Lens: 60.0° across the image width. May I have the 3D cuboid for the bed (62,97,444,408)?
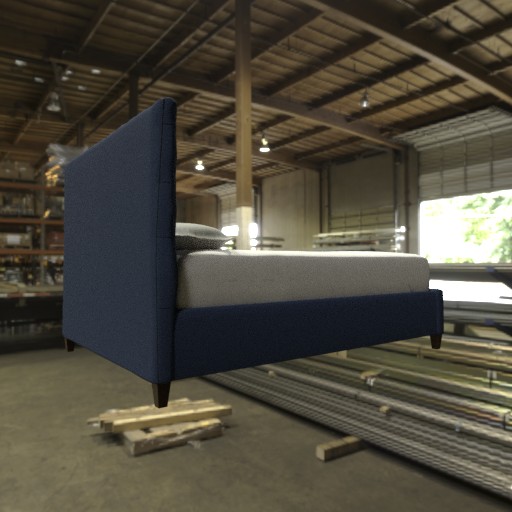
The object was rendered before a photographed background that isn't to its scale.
[{"bbox_3d":[0.000,0.000,3.378,2.387,1.427,1.706,1,-1,-37],"label":"bed"}]
